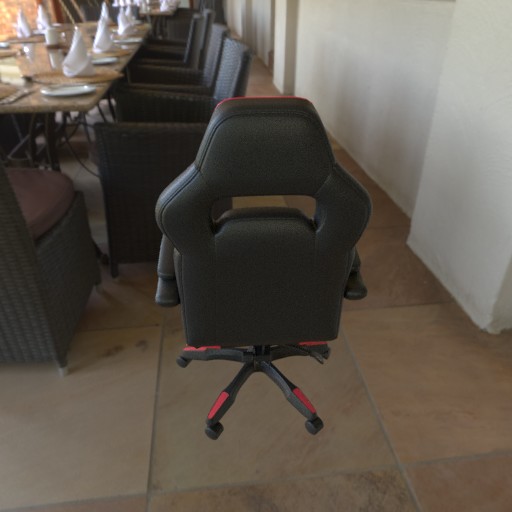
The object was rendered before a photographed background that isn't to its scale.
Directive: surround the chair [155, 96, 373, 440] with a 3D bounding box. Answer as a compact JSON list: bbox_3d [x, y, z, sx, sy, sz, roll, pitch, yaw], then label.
[{"bbox_3d":[0.000,0.000,1.611,0.700,1.220,0.700,-2,31,-3],"label":"chair"}]
